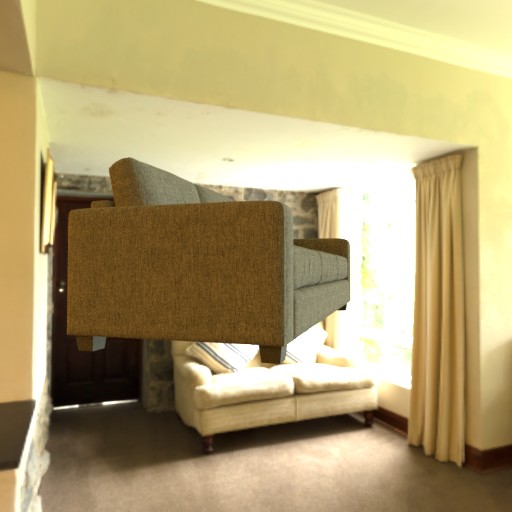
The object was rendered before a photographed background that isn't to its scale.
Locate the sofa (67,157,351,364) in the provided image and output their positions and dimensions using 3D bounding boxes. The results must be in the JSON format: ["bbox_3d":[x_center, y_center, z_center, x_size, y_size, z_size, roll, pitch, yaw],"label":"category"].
[{"bbox_3d":[0.000,0.000,2.633,0.900,0.800,2.160,-1,-2,18],"label":"sofa"}]
